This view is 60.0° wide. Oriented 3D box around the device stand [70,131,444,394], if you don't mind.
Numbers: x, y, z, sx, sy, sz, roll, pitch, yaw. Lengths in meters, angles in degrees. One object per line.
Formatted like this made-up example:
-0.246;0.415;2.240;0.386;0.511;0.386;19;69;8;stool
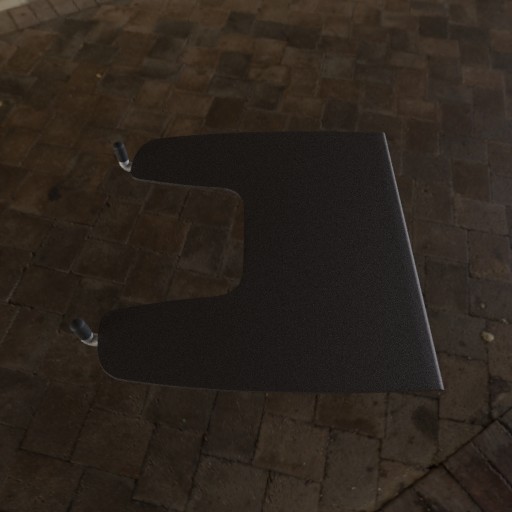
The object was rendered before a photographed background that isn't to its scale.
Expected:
0.000;0.000;0.352;0.230;0.092;0.230;0;57;0;device stand
